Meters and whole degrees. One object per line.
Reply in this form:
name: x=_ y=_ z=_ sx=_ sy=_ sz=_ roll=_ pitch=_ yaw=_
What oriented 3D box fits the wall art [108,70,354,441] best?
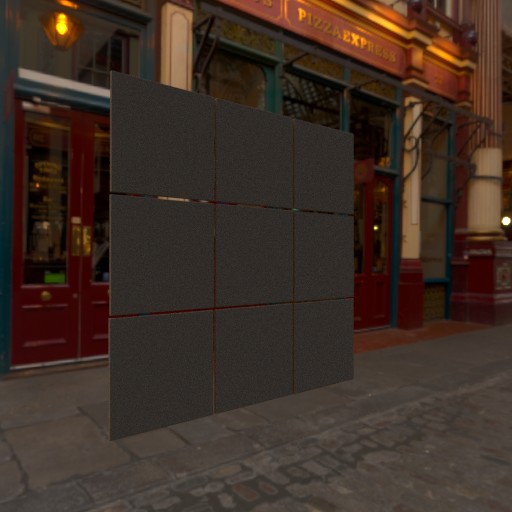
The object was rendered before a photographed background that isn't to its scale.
wall art: x=0.000 y=0.000 z=2.291 sx=1.527 sy=1.521 sz=0.017 roll=0 pitch=0 yaw=-38
